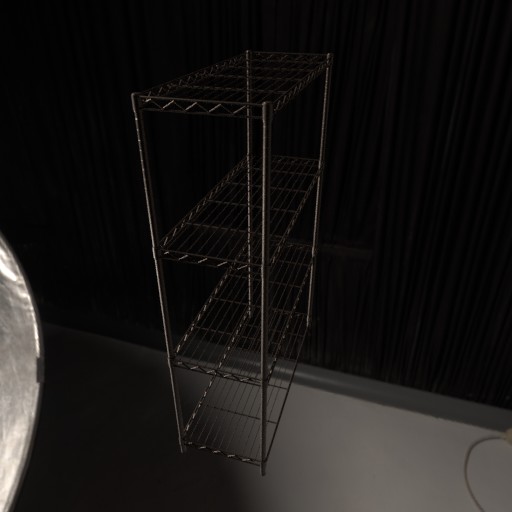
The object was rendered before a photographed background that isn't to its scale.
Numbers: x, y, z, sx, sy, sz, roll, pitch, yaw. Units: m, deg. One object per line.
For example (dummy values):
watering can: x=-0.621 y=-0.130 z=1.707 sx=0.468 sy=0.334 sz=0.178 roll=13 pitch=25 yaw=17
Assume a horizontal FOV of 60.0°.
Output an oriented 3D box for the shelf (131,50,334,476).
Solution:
shelf: x=0.000 y=0.000 z=1.730 sx=0.352 sy=1.361 sz=0.907 roll=9 pitch=32 yaw=15
